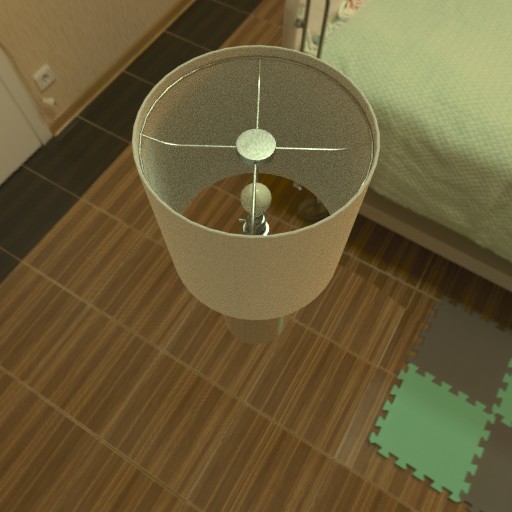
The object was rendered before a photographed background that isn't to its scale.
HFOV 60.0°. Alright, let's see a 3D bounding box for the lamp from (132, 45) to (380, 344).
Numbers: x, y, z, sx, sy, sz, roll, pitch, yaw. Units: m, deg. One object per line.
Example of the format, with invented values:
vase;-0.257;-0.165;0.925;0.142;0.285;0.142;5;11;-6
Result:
lamp;0.000;0.000;0.602;0.212;0.493;0.212;2;64;1
